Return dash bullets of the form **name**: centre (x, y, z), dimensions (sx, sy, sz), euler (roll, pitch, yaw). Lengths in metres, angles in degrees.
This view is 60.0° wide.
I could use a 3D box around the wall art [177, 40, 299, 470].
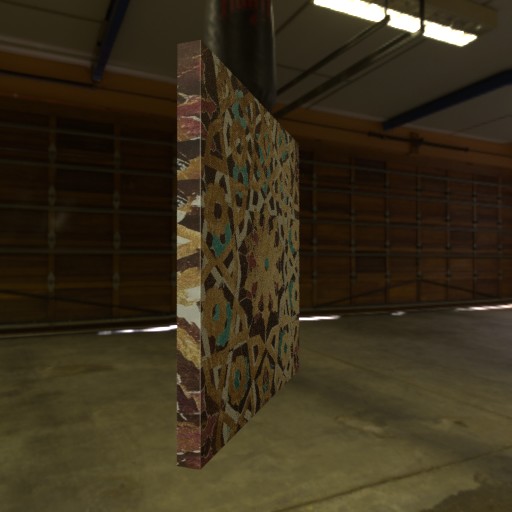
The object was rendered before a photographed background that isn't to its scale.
- **wall art**: centre (0.000, 0.000, 0.926), dimensions (0.041, 0.613, 0.609), euler (0, -1, 19)
